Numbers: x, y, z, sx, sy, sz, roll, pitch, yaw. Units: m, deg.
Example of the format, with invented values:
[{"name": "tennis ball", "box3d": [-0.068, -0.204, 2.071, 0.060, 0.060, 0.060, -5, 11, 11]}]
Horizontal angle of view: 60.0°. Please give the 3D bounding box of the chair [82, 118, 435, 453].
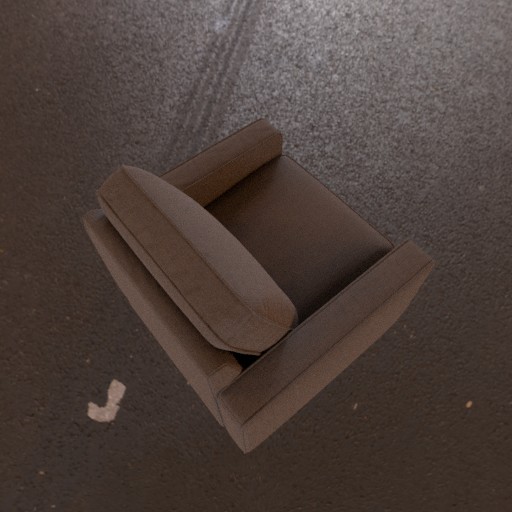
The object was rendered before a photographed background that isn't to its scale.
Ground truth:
[{"name": "chair", "box3d": [0.000, 0.000, 1.756, 0.940, 0.919, 1.017, -35, 65, -19]}]
